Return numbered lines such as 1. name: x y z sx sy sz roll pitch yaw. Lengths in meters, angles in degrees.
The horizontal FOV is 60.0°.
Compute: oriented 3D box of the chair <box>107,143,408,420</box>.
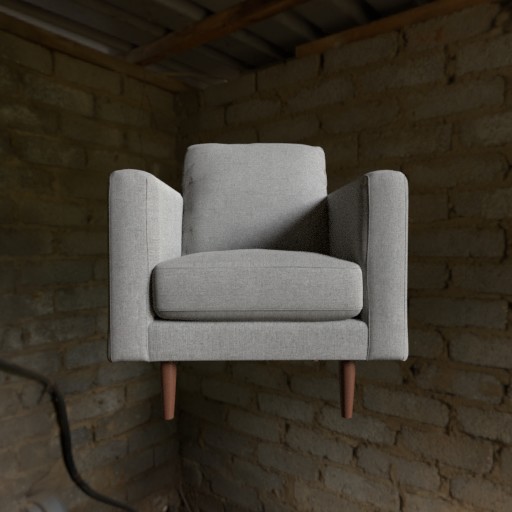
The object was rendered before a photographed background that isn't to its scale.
1. chair: 0.000 0.000 1.597 0.855 0.927 0.800 0 2 -1
